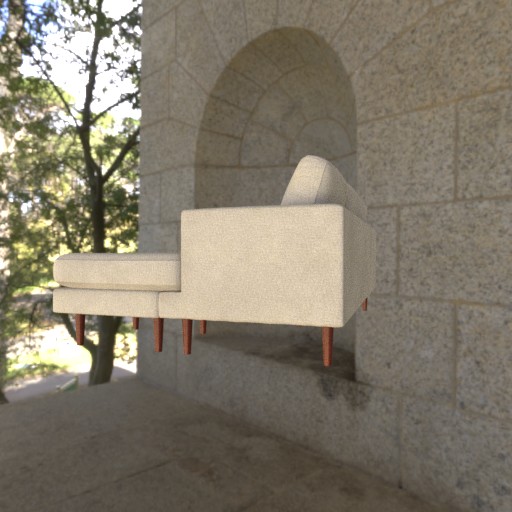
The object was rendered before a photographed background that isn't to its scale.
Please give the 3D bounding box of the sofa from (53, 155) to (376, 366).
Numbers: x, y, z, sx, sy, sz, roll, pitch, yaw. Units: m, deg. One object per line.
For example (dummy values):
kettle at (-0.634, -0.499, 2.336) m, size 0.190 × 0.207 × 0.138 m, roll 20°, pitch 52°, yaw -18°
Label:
sofa at (0.000, 0.000, 3.109) m, size 1.504 × 0.956 × 2.233 m, roll 0°, pitch 1°, yaw 19°
